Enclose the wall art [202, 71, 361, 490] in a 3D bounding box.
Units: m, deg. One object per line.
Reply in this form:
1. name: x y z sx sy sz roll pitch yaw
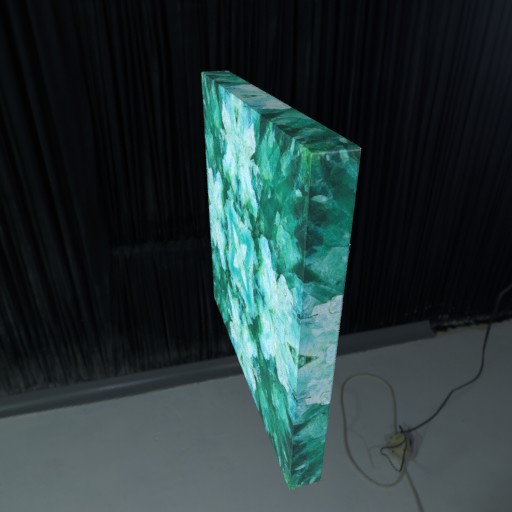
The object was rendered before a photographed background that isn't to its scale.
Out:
1. wall art: 0.000 0.000 0.455 0.033 0.313 0.313 -9 32 -15
